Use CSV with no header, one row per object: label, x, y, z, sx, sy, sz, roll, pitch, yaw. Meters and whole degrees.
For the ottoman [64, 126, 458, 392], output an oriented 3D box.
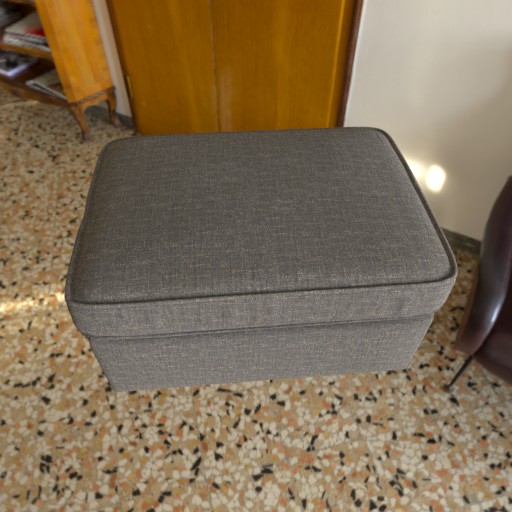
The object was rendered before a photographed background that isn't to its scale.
ottoman,0.000,0.000,1.102,0.749,0.450,0.549,-4,47,-3
